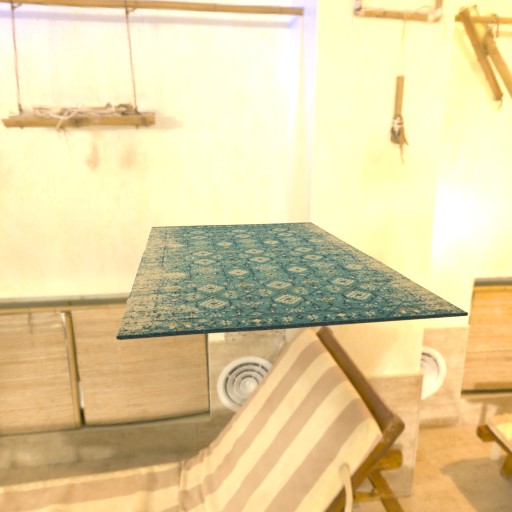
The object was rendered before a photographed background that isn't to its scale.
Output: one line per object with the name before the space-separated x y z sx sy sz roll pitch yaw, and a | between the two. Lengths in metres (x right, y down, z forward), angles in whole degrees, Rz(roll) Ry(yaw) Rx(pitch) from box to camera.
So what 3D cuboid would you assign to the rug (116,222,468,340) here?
rug | 0.000 0.000 3.015 1.530 0.015 2.449 -2 14 -9
